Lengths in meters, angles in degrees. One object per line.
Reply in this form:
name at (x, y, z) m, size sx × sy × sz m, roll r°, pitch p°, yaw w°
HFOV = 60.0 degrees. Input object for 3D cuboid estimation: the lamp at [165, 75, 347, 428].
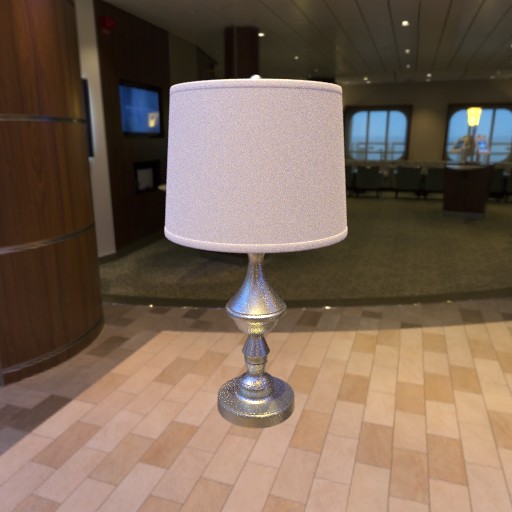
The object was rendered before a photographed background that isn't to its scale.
lamp at (0.000, 0.000, 0.962) m, size 0.383 × 0.733 × 0.383 m, roll 0°, pitch 15°, yaw 0°
